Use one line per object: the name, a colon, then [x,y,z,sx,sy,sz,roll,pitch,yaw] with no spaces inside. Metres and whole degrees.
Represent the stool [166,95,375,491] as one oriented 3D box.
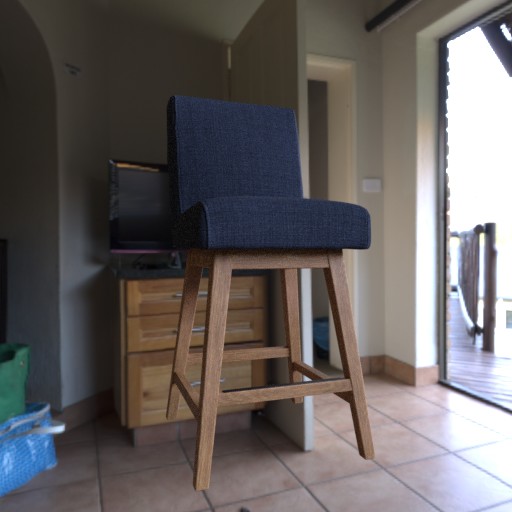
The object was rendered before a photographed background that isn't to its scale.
stool: [0.000,0.000,1.266,0.459,1.010,0.526,0,1,-19]
